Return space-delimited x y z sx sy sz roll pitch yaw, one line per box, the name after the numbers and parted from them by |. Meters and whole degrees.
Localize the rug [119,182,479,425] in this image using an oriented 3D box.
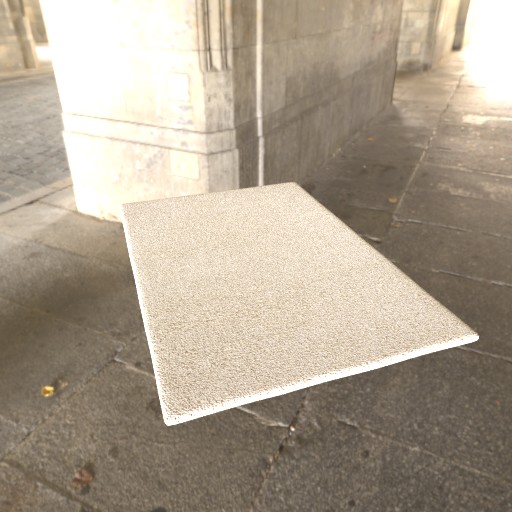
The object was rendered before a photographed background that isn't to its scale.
0.000 0.000 2.268 1.219 0.030 1.778 -10 32 -17 | rug
